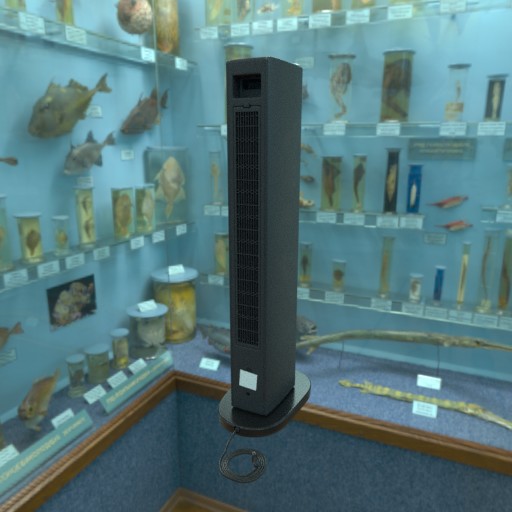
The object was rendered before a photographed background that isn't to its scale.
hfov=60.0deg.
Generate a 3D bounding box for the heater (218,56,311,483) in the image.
[{"bbox_3d":[0.000,0.000,1.031,0.214,0.856,0.458,7,16,25],"label":"heater"}]
